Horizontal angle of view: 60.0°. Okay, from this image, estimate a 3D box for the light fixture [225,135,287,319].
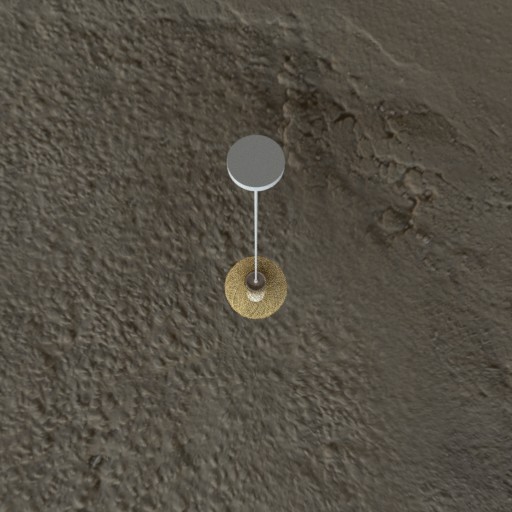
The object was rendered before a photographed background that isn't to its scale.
[{"bbox_3d":[0.000,0.000,2.149,0.406,1.955,0.407,1,75,0],"label":"light fixture"}]
